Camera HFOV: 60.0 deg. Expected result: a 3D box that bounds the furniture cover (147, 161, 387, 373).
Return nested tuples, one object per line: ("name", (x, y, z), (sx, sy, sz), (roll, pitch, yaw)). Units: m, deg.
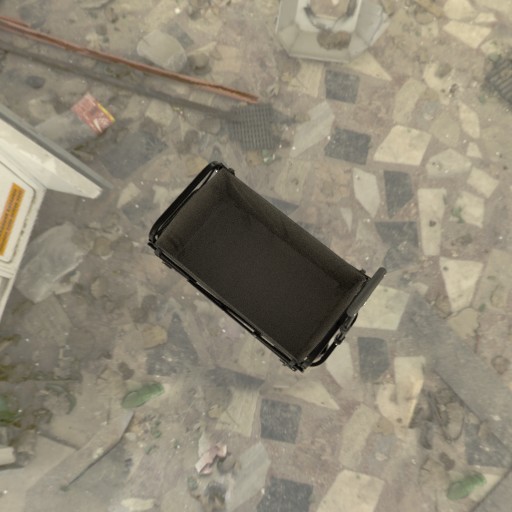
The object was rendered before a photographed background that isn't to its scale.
("furniture cover", (0.000, 0.000, 1.806), (1.038, 1.295, 0.532), (39, 80, 8))
